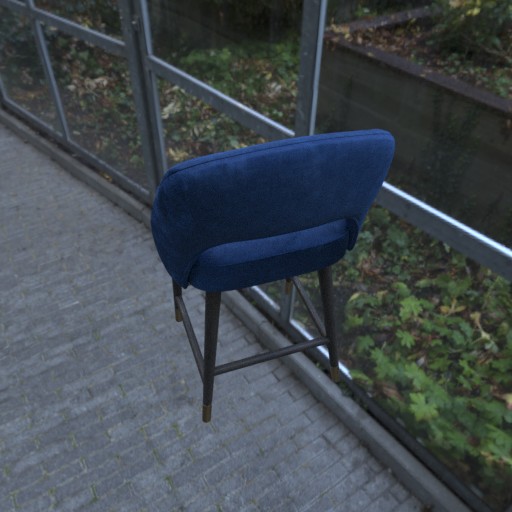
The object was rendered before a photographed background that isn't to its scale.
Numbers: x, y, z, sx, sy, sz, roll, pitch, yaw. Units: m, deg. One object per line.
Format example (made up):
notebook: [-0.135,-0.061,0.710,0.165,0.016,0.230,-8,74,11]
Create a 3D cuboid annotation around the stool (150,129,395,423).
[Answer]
stool: [0.000,0.000,1.242,0.536,0.925,0.524,-13,42,-14]
